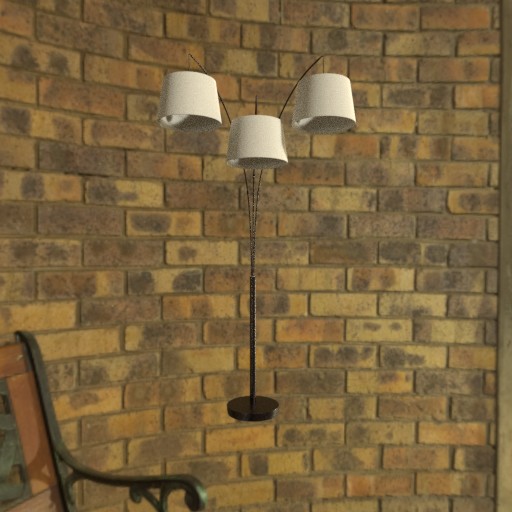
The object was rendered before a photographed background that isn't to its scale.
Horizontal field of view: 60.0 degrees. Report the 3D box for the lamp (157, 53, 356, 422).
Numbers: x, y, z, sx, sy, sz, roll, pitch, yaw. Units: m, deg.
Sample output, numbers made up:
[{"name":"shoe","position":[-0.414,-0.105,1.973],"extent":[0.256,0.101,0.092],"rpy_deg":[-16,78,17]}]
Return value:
[{"name":"lamp","position":[0.000,0.000,2.446],"extent":[0.951,1.950,0.924],"rpy_deg":[0,1,-1]}]
